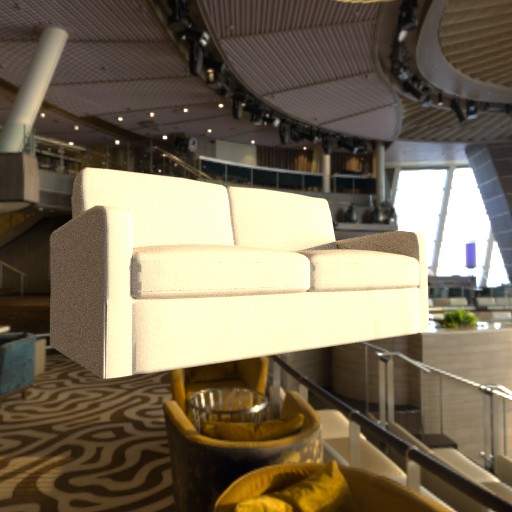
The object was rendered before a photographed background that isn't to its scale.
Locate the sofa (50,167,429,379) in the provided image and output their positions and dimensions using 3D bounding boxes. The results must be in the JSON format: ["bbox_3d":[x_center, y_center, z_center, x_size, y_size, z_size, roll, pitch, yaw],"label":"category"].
[{"bbox_3d":[0.000,0.000,2.276,1.808,0.831,0.894,1,-2,-36],"label":"sofa"}]
